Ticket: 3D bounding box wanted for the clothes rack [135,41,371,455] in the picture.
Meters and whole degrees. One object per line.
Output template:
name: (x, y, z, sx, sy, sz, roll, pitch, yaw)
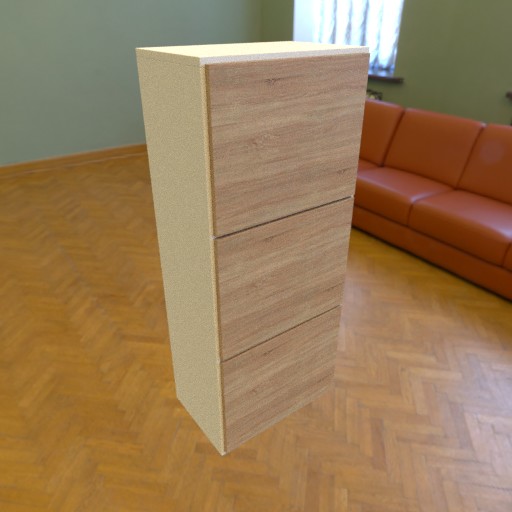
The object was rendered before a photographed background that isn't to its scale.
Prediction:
clothes rack: (0.000, 0.000, 1.392, 0.500, 1.187, 0.331, -20, 34, -31)
